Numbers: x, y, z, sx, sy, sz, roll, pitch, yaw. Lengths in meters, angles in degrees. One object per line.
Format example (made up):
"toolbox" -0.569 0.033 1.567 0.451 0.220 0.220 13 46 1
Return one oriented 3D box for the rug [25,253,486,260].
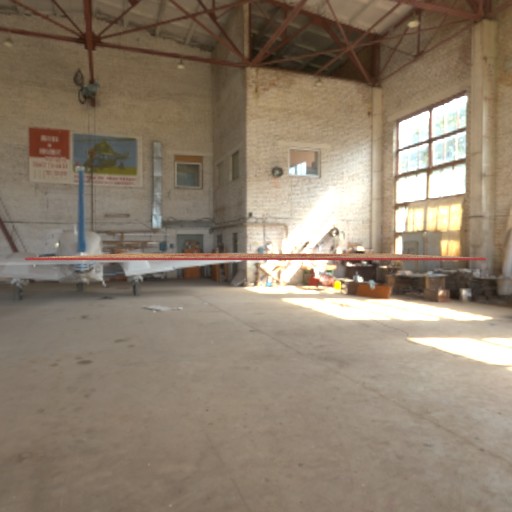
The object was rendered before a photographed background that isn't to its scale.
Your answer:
"rug" 0.000 0.000 2.919 2.211 0.013 1.593 0 1 0
